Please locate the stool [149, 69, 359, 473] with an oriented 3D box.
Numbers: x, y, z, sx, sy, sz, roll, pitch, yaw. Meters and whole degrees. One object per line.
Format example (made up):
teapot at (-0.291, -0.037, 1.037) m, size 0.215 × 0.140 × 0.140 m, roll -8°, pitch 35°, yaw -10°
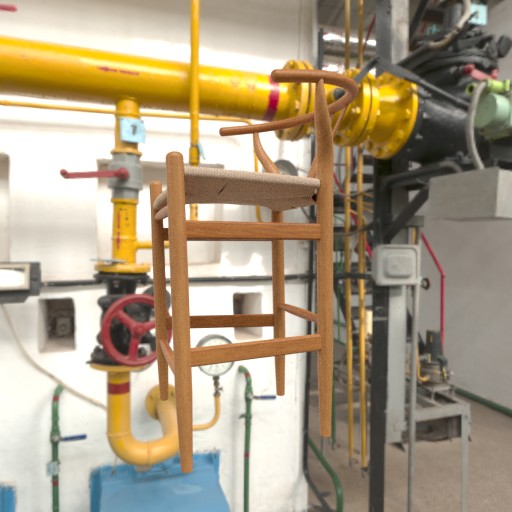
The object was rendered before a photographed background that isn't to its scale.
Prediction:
stool at (0.000, 0.000, 1.315) m, size 0.579 × 0.970 × 0.569 m, roll 0°, pitch 2°, yaw -18°
